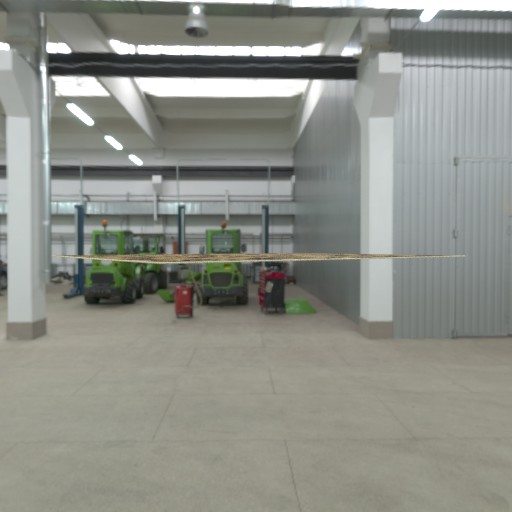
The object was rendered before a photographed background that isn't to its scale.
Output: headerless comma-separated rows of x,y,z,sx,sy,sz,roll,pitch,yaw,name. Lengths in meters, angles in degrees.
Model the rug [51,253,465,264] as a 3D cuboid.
0.000,0.000,4.014,2.977,0.008,2.380,-1,1,-37,rug
